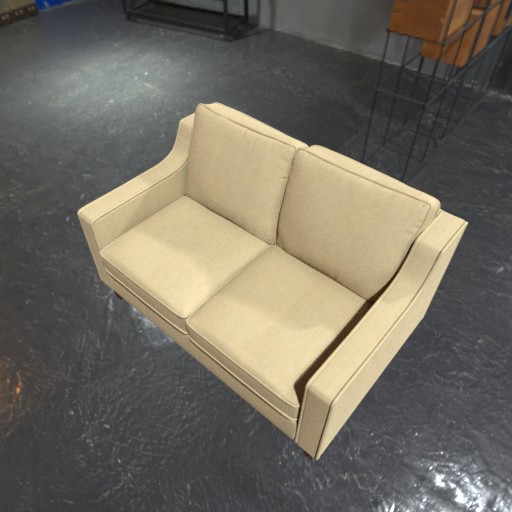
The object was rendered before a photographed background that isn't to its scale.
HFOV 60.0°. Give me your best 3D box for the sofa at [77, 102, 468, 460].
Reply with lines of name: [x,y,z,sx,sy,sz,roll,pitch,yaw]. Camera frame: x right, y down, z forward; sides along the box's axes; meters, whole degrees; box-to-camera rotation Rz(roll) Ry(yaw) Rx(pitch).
sofa: [0.000,0.000,2.167,1.501,0.971,0.987,32,54,27]
